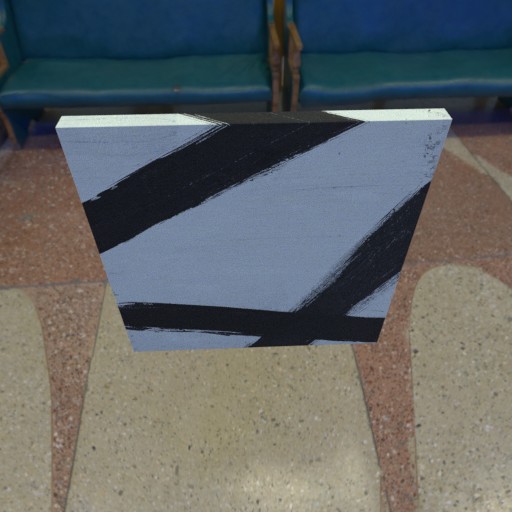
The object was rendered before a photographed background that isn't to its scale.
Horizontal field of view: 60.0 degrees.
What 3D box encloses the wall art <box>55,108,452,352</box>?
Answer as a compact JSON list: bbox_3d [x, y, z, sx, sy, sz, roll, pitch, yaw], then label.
[{"bbox_3d":[0.000,0.000,1.138,0.765,0.765,0.046,-2,45,-2],"label":"wall art"}]
